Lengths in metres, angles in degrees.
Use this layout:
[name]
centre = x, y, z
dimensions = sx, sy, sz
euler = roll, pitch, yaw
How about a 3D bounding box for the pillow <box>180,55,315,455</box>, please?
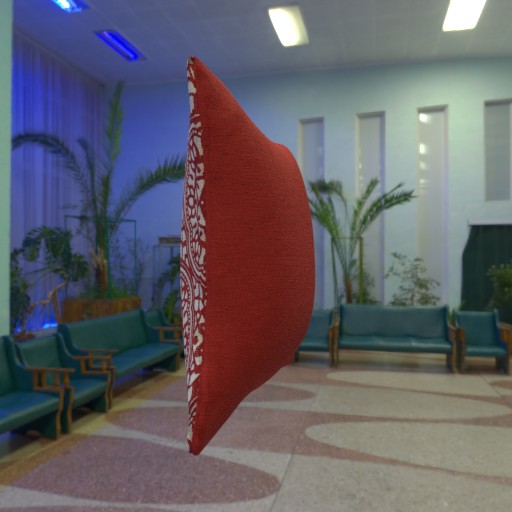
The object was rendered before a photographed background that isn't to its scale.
[pillow]
centre = 0.000, 0.000, 0.669
dimensions = 0.162, 0.419, 0.438
euler = 0, -1, 18
